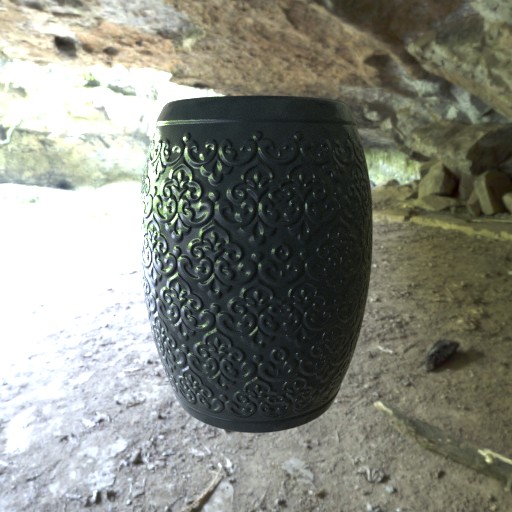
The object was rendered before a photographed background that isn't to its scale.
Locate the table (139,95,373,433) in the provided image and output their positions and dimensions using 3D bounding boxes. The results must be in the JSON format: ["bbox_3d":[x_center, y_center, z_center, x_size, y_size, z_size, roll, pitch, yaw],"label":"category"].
[{"bbox_3d":[0.000,0.000,0.611,0.309,0.397,0.309,0,14,0],"label":"table"}]
